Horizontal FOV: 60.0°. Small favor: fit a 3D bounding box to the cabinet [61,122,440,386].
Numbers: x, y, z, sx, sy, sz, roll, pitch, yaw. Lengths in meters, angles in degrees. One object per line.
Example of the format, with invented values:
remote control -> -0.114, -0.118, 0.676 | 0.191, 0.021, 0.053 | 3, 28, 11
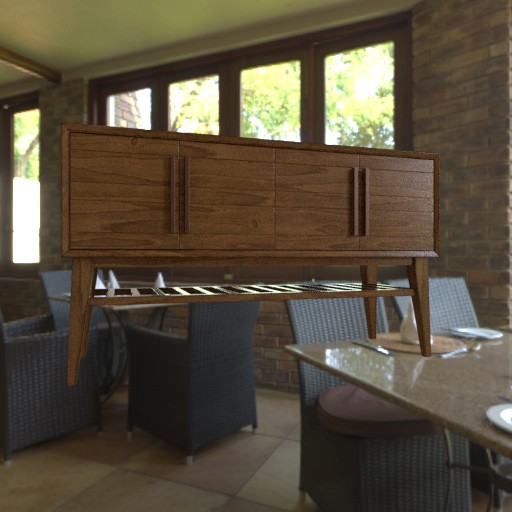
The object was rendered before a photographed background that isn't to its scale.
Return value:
cabinet -> 0.000, 0.000, 1.745 | 1.363, 0.802, 0.477 | 0, 0, -17
